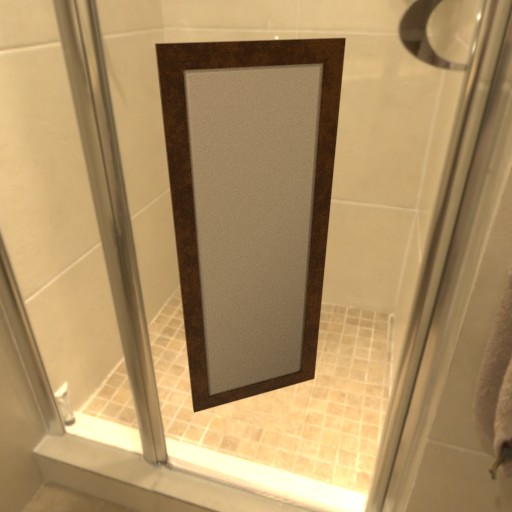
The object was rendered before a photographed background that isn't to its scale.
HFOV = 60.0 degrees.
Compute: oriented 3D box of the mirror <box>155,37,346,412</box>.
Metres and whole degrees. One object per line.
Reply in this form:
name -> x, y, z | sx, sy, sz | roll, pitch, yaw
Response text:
mirror -> 0.000, 0.000, 2.317 | 0.812, 2.031, 0.032 | -10, 32, -17
